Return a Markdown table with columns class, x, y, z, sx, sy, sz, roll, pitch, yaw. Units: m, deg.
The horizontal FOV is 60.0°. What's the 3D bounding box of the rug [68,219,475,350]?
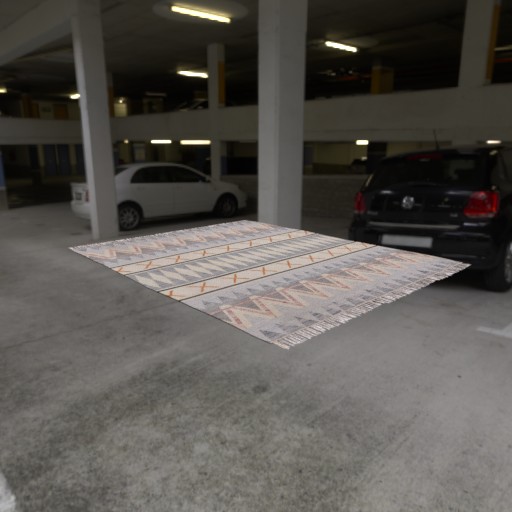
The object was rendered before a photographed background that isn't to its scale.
| class | x | y | z | sx | sy | sz | roll | pitch | yaw |
| --- | --- | --- | --- | --- | --- | --- | --- | --- | --- |
| rug | 0.000 | 0.000 | 4.077 | 2.371 | 0.012 | 3.000 | -13 | 20 | -41 |
